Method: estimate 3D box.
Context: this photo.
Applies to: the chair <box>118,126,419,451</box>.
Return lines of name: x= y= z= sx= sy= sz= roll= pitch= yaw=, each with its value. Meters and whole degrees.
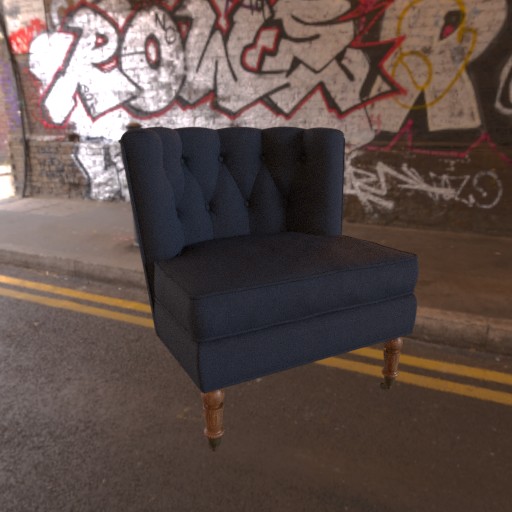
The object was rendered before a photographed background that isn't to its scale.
chair: x=0.000 y=0.000 z=1.377 sx=0.740 sy=0.771 sz=0.718 roll=-8 pitch=19 yaw=-26
